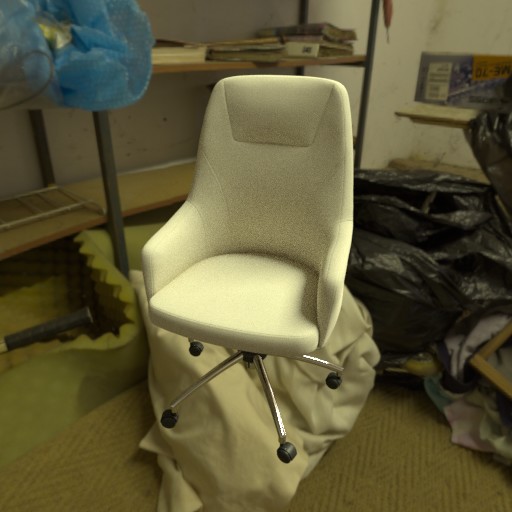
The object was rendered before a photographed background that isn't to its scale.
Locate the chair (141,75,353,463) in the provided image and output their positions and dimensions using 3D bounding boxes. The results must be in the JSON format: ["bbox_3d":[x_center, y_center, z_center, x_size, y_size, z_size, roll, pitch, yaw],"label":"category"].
[{"bbox_3d":[0.000,0.000,1.437,0.620,1.049,0.640,9,28,17],"label":"chair"}]
